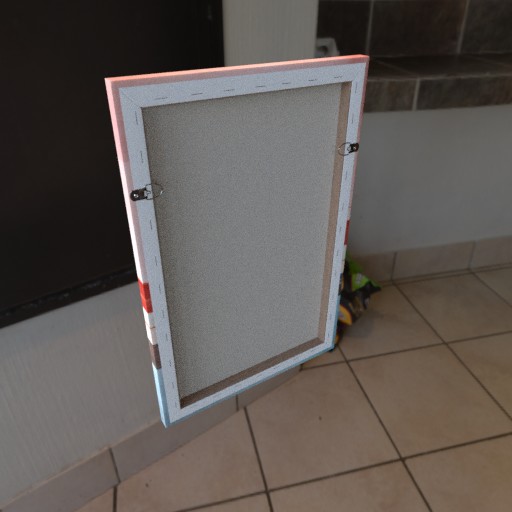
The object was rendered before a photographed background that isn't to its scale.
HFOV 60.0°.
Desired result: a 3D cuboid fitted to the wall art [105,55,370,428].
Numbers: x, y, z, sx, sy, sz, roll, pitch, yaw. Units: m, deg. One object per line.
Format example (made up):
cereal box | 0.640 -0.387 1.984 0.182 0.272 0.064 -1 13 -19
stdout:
wall art | 0.000 0.000 1.148 0.610 0.914 0.038 -18 36 -27
